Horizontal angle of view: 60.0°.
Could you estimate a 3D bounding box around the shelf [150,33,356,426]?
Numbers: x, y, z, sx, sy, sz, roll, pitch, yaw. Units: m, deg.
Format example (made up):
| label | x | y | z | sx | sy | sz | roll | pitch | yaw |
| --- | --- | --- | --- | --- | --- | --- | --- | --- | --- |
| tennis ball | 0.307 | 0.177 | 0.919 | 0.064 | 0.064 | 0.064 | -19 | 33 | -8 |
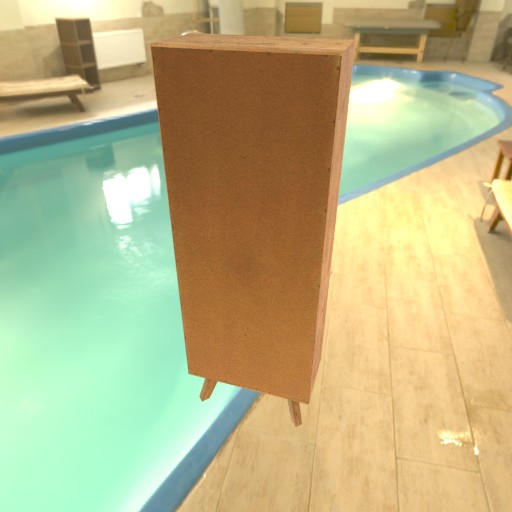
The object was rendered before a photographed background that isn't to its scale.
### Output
| label | x | y | z | sx | sy | sz | roll | pitch | yaw |
| --- | --- | --- | --- | --- | --- | --- | --- | --- | --- |
| shelf | 0.000 | 0.000 | 1.528 | 0.491 | 1.342 | 0.267 | 10 | 34 | 15 |
